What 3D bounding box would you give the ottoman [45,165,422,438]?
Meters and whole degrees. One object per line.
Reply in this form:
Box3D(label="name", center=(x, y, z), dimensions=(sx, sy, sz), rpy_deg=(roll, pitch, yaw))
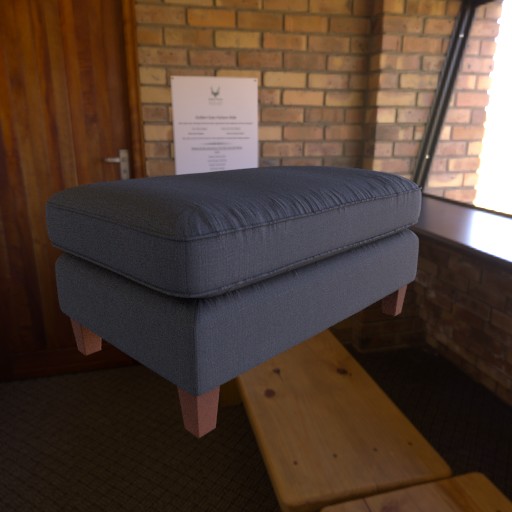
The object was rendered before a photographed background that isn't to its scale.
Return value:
Box3D(label="ottoman", center=(0.000, 0.000, 1.191), dimensions=(0.570, 0.438, 0.885), rpy_deg=(15, 22, 42))
